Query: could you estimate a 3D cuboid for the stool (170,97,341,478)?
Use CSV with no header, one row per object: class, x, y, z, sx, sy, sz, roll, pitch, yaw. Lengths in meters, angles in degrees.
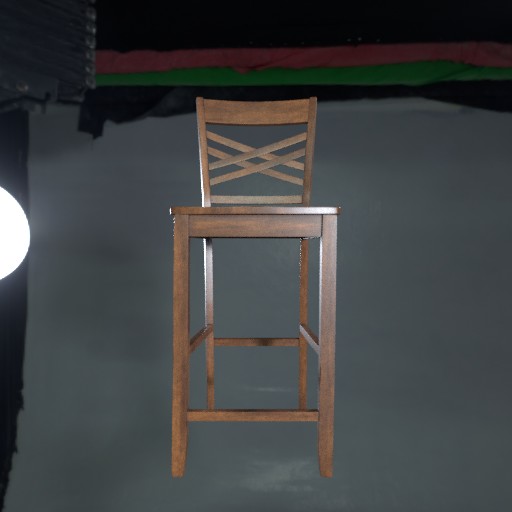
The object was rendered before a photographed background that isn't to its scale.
stool,0.000,0.000,1.337,0.426,1.098,0.504,0,1,0
